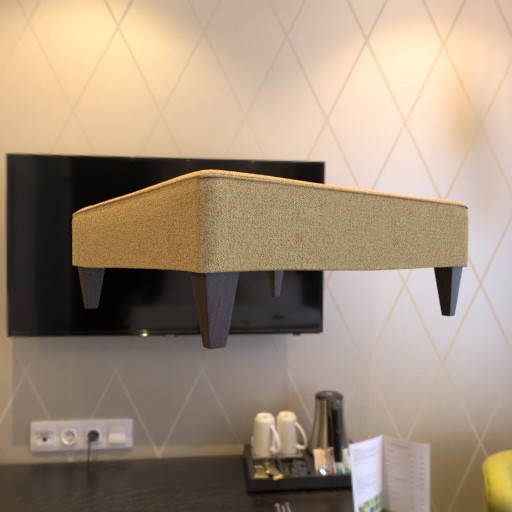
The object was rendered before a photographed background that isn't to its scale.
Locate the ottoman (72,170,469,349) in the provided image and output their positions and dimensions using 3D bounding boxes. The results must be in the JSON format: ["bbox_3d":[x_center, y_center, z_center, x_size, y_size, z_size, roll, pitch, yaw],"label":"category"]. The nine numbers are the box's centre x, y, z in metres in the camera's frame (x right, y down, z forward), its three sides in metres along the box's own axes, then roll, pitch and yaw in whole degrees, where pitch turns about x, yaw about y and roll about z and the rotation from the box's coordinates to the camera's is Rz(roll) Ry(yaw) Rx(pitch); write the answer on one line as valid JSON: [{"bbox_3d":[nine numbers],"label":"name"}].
[{"bbox_3d":[0.000,0.000,1.500,0.970,0.378,0.981,0,0,-36],"label":"ottoman"}]
